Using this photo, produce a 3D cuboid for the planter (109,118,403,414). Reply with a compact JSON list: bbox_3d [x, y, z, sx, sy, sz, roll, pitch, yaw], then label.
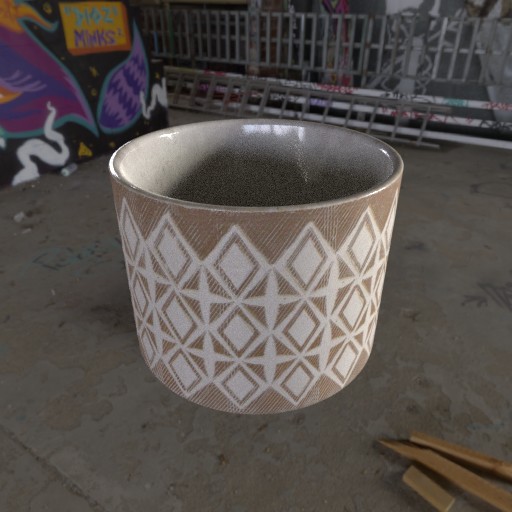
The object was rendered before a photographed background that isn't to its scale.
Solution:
[{"bbox_3d":[0.000,0.000,0.343,0.193,0.165,0.193,0,30,0],"label":"planter"}]
